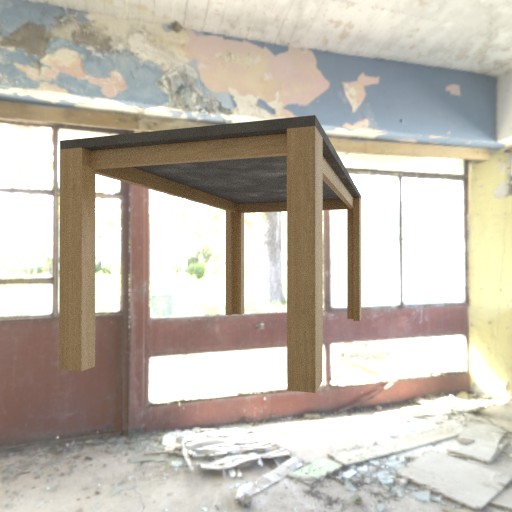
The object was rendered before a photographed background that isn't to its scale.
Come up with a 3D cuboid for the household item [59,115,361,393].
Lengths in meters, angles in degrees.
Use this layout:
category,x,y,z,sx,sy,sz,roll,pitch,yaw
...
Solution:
category,x,y,z,sx,sy,sz,roll,pitch,yaw
household item,0.000,0.000,2.094,0.850,0.755,1.600,0,0,18
